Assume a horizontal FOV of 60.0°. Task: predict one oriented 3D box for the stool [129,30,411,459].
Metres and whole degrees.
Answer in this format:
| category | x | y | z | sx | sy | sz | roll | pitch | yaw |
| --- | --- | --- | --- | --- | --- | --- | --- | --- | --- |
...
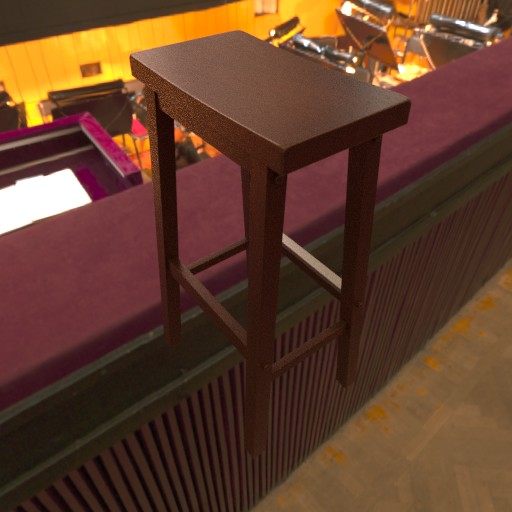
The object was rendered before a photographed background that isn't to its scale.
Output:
| category | x | y | z | sx | sy | sz | roll | pitch | yaw |
| --- | --- | --- | --- | --- | --- | --- | --- | --- | --- |
| stool | 0.000 | 0.000 | 0.917 | 0.322 | 0.742 | 0.406 | -27 | 49 | -27 |
